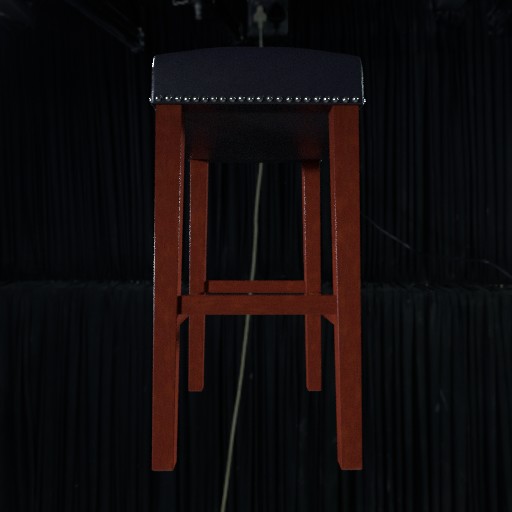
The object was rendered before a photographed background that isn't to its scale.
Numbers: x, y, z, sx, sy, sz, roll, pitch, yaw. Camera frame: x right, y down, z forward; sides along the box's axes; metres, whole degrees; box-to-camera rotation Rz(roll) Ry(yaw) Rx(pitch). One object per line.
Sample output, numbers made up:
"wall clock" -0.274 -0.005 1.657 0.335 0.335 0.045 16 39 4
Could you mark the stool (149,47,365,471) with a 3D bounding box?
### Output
"stool" 0.000 0.000 1.003 0.372 0.742 0.504 0 0 -1
